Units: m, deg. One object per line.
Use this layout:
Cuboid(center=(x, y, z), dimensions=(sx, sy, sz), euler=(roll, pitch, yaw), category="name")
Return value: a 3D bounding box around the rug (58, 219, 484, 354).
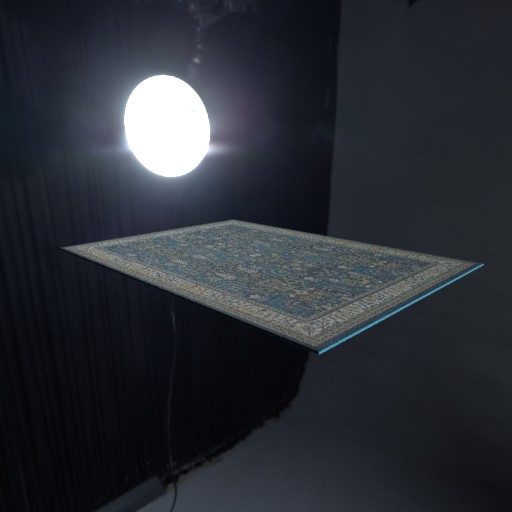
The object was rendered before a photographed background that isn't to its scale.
Cuboid(center=(0.000, 0.000, 3.896), dimensions=(3.044, 0.015, 2.226), euler=(14, 20, 43), category="rug")
